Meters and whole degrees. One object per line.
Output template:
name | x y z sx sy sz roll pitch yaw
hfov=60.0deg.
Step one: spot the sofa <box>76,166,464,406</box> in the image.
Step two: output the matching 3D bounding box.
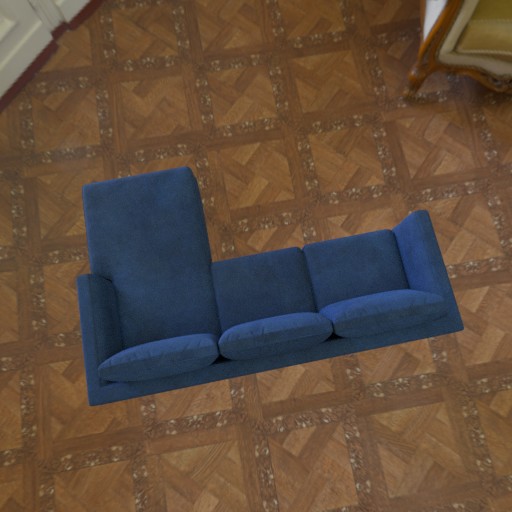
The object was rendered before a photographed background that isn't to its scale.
sofa | 0.000 0.000 3.238 2.438 0.987 1.622 -11 76 -3
